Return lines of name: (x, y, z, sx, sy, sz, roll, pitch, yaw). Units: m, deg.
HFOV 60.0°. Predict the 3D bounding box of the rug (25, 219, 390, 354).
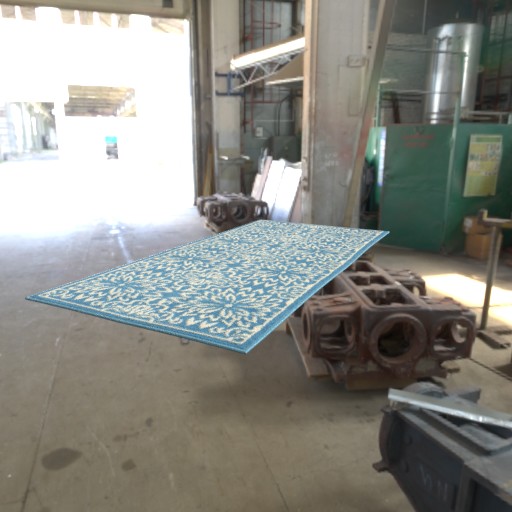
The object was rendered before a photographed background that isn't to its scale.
rug: (0.000, 0.000, 1.439, 0.604, 0.007, 1.219, 8, 16, 27)
